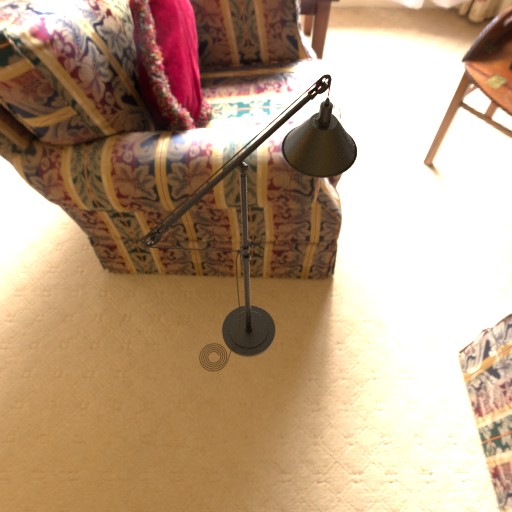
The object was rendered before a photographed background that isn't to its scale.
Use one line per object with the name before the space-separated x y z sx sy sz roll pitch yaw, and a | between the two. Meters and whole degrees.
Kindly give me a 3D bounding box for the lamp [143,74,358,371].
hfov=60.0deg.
lamp | 0.000 0.000 1.996 0.904 1.626 0.319 -34 64 -19
